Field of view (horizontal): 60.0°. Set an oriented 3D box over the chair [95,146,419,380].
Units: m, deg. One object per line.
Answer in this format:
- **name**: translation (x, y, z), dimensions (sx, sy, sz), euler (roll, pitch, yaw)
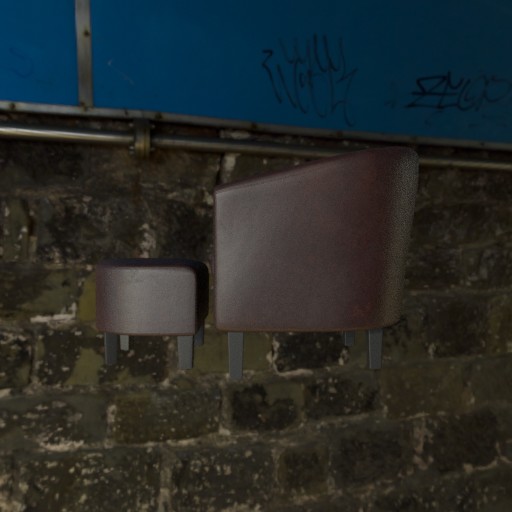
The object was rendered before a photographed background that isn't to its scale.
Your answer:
- **chair**: translation (0.000, 0.000, 1.671), dimensions (1.176, 0.755, 0.737), euler (0, 1, -1)
